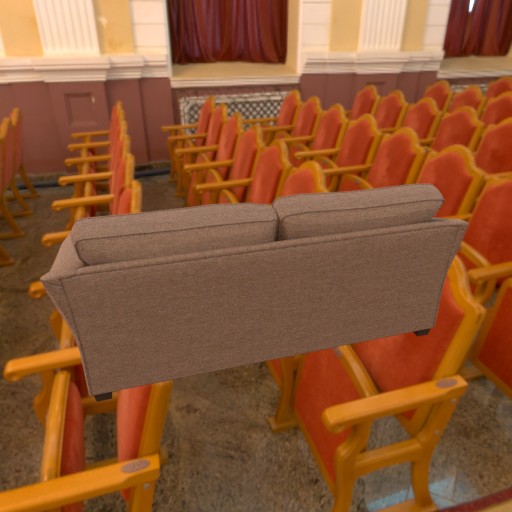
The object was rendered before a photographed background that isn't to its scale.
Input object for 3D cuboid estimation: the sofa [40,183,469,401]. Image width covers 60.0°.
[{"bbox_3d":[0.000,0.000,2.746,2.270,0.965,0.980,-8,28,-15],"label":"sofa"}]
